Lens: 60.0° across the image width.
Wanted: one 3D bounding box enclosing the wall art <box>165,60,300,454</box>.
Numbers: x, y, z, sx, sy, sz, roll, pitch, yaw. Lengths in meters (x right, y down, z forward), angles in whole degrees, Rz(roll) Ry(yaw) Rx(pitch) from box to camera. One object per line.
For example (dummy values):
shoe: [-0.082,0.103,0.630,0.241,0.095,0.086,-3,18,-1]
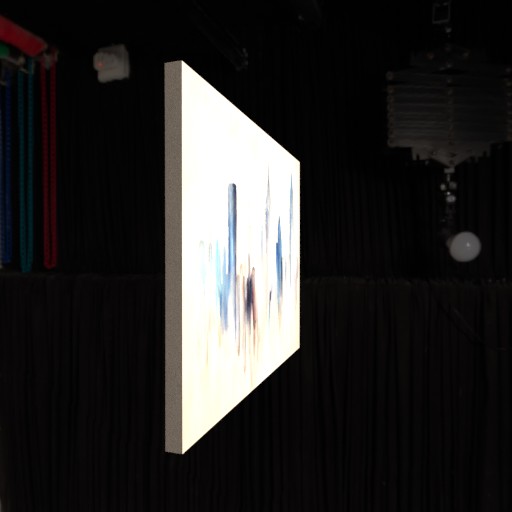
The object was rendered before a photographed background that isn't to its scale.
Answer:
wall art: [0.000,0.000,1.345,0.038,0.762,1.016,0,1,18]
